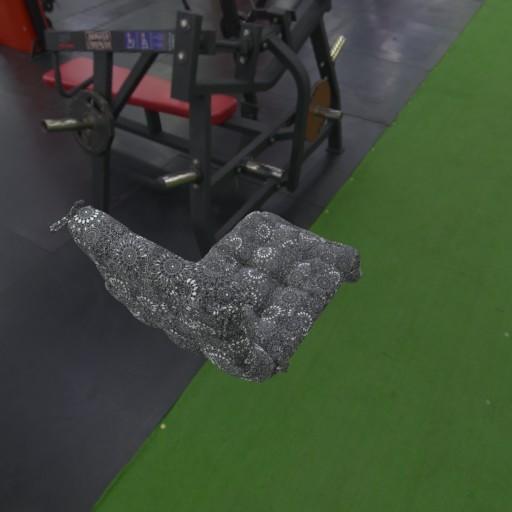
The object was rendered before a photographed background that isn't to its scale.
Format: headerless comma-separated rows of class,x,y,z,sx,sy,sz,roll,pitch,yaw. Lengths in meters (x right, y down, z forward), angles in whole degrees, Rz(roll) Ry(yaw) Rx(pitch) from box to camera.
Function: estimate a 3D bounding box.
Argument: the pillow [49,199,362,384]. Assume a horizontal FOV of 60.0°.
pillow,0.000,0.000,1.515,0.526,0.863,1.016,26,51,23
